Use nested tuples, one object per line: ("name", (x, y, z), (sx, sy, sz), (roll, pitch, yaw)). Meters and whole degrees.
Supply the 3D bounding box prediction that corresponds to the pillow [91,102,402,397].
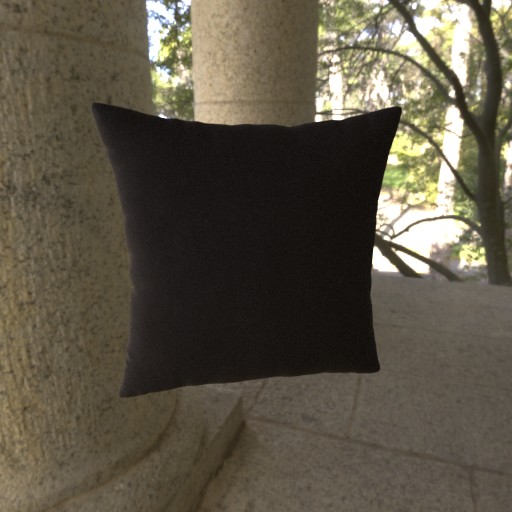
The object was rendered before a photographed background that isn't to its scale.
("pillow", (0.000, 0.000, 0.785), (0.511, 0.509, 0.161), (-3, 16, -10))
